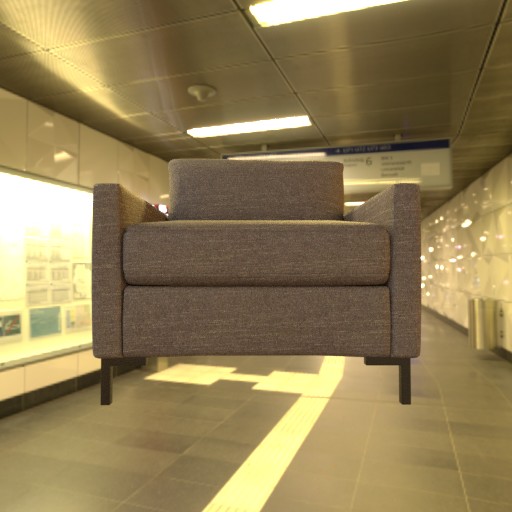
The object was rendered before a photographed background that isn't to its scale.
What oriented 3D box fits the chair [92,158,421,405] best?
[{"bbox_3d":[0.000,0.000,1.616,0.940,0.841,0.845,0,-2,0],"label":"chair"}]
